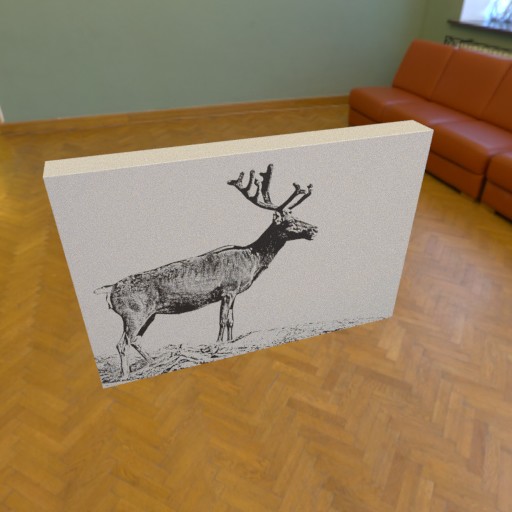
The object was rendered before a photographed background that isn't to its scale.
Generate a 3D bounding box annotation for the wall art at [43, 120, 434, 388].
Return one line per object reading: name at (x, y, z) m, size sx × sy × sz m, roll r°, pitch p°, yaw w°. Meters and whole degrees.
wall art at (0.000, 0.000, 0.500) m, size 0.381 × 0.259 × 0.038 m, roll -11°, pitch 35°, yaw -15°
